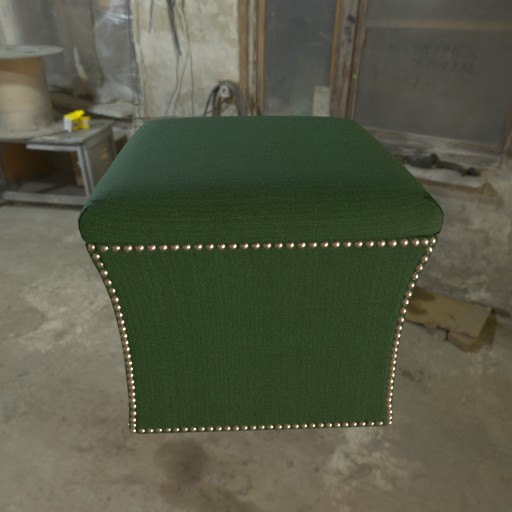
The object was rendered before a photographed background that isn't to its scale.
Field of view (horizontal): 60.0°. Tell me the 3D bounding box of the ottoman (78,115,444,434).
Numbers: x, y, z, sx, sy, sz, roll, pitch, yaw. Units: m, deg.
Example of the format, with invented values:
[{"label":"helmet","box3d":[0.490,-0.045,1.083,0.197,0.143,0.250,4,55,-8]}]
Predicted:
[{"label":"ottoman","box3d":[0.000,0.000,0.883,0.507,0.475,0.497,-1,30,-2]}]
